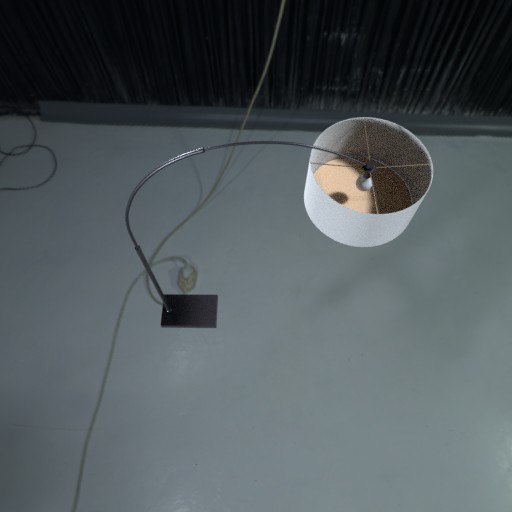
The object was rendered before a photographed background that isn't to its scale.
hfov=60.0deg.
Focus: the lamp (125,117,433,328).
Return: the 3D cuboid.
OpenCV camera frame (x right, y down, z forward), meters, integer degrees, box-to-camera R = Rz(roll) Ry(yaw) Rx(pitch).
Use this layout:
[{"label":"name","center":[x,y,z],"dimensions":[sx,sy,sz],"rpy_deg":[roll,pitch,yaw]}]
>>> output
[{"label":"lamp","center":[0.000,0.000,2.543],"dimensions":[1.424,1.927,0.493],"rpy_deg":[0,63,0]}]
